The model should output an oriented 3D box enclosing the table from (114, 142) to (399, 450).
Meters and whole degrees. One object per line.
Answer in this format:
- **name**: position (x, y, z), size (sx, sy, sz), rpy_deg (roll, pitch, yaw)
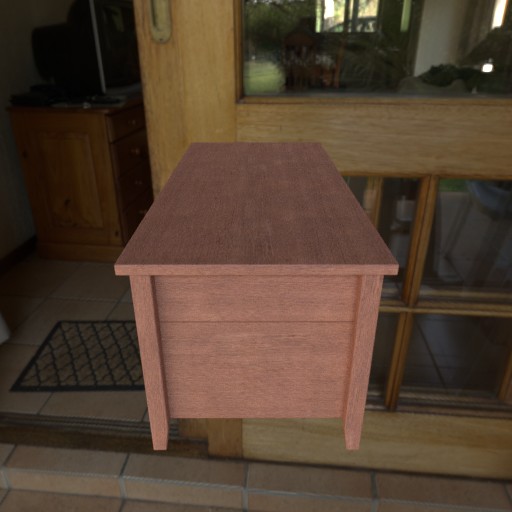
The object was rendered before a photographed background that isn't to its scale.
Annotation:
- **table**: position (0.000, 0.000, 1.305), size (0.483, 0.457, 1.016), rpy_deg (0, 26, 0)
